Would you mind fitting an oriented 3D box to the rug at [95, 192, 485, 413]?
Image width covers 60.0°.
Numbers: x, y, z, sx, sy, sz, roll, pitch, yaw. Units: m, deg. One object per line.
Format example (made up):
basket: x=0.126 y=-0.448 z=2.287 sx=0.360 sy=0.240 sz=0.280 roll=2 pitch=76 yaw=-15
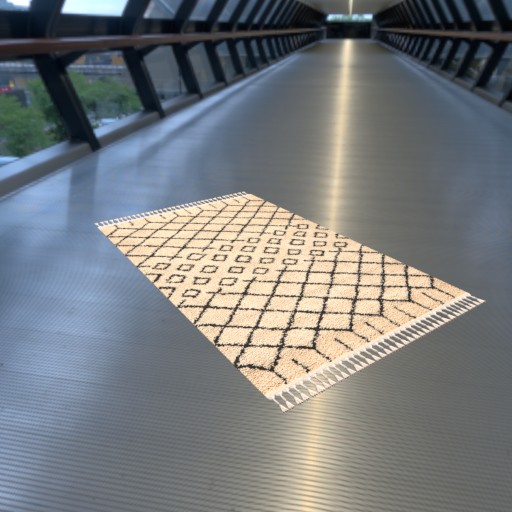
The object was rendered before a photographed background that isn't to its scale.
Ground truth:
rug: x=0.000 y=0.000 z=2.480 sx=1.196 sy=0.008 sz=2.006 roll=-17 pitch=31 yaw=-31
